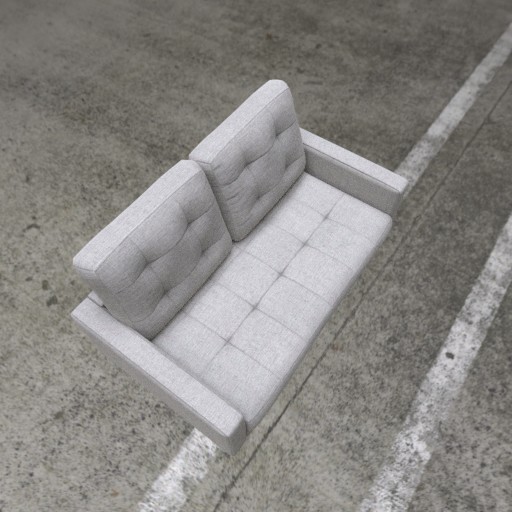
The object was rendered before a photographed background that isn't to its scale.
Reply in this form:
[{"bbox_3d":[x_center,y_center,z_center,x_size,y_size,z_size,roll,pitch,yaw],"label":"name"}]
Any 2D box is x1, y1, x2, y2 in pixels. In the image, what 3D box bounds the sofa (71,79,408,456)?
[{"bbox_3d":[0.000,0.000,1.990,0.842,0.907,1.407,31,63,18],"label":"sofa"}]
